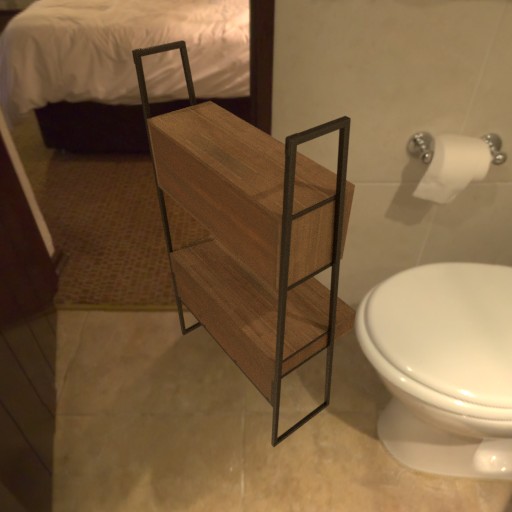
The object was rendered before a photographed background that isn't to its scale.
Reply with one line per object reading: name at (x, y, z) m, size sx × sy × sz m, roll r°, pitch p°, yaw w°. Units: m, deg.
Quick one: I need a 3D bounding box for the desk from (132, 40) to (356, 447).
desk at (0.000, 0.000, 2.210) m, size 0.515 × 1.809 × 0.982 m, roll -27°, pitch 48°, yaw -27°
